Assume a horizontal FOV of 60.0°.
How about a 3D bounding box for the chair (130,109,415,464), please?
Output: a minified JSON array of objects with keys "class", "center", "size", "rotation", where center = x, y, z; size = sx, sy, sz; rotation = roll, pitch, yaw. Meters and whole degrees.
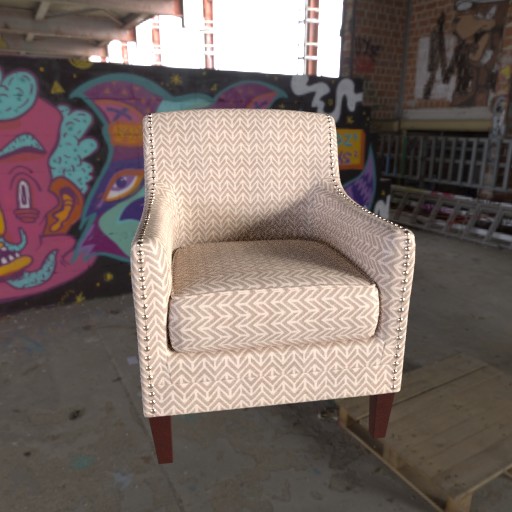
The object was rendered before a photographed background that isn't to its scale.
[{"class":"chair","center":[0.000,0.000,1.263],"size":[0.623,0.816,0.651],"rotation":[-3,16,-9]}]
